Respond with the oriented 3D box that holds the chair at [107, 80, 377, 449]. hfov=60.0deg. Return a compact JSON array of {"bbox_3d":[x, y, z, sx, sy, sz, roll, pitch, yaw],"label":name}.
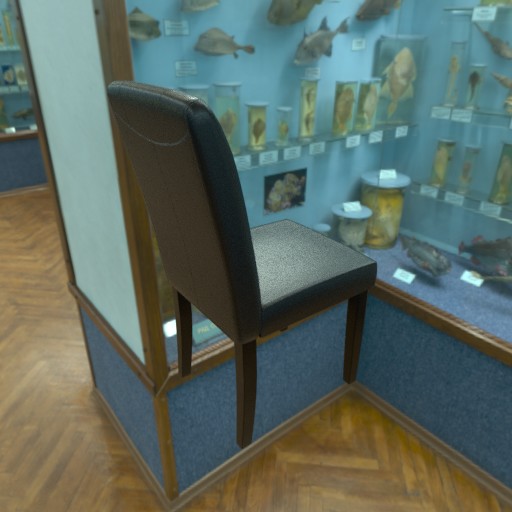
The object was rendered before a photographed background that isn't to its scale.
[{"bbox_3d":[0.000,0.000,1.194,0.556,0.897,0.399,-18,32,-32],"label":"chair"}]
